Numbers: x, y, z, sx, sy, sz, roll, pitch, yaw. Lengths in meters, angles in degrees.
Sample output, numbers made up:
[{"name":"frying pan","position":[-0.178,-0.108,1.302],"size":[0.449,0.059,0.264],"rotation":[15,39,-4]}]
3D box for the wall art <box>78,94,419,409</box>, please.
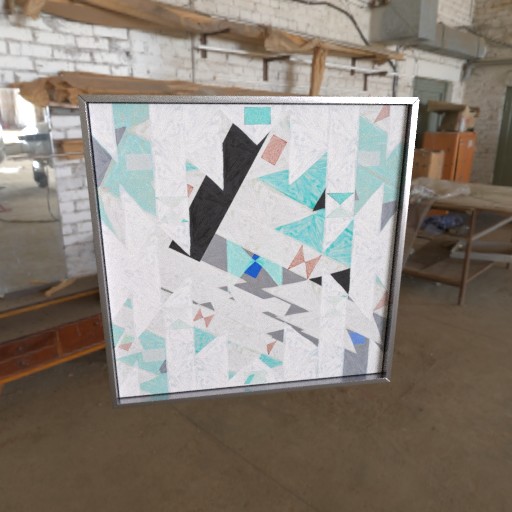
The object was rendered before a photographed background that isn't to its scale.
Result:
[{"name":"wall art","position":[0.000,0.000,0.517],"size":[0.350,0.350,0.038],"rotation":[-3,17,-9]}]
